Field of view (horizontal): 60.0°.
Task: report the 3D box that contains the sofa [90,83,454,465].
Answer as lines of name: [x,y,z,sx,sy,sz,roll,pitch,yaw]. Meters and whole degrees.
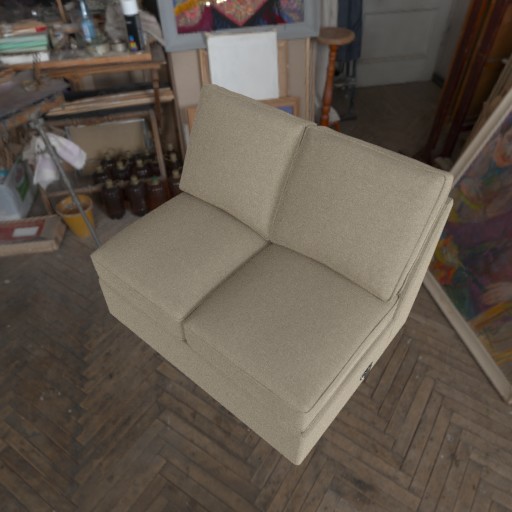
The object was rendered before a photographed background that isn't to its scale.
sofa: [0.000,0.000,1.968,1.237,1.008,0.951,30,52,27]
